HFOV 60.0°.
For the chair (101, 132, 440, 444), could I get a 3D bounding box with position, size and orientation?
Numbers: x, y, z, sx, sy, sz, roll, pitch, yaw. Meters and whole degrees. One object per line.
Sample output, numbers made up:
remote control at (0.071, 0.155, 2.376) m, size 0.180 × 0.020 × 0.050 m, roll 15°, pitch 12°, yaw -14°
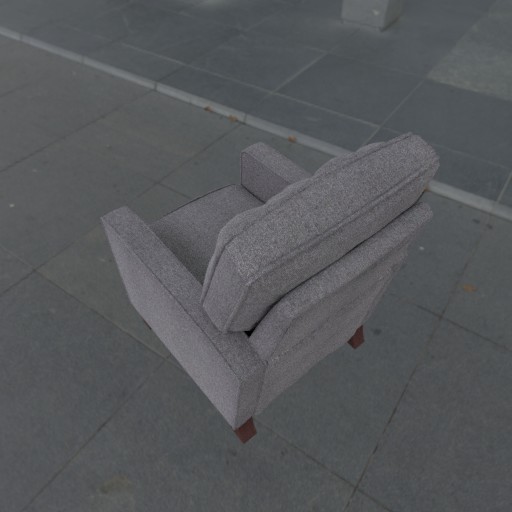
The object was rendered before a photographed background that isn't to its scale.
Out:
chair at (0.000, 0.000, 1.370) m, size 0.650 × 0.889 × 0.775 m, roll -32°, pitch 55°, yaw -26°
